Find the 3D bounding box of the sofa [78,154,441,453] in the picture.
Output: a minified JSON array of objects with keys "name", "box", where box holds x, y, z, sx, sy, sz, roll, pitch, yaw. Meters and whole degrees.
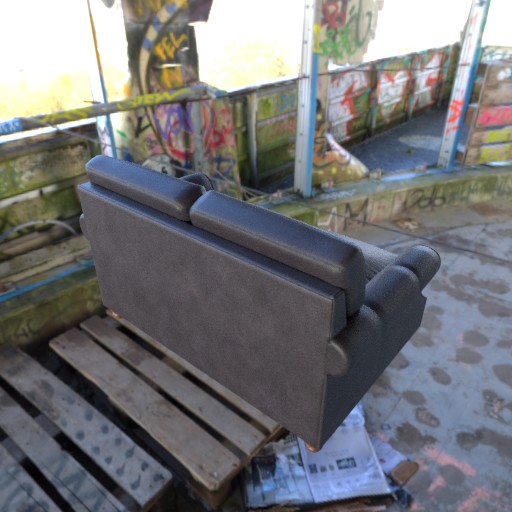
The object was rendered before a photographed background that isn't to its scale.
[{"name":"sofa","box":[0.000,0.000,2.333,1.663,0.979,1.030,23,38,34]}]
